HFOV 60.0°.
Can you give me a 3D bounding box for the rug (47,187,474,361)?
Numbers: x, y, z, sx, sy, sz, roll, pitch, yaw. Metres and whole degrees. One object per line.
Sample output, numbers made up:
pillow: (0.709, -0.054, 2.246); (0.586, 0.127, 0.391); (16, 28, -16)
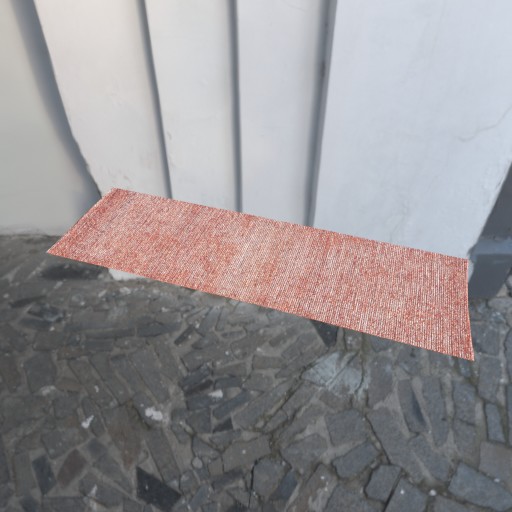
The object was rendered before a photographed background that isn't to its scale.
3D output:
rug: (0.000, 0.000, 2.563); (2.353, 0.013, 0.718); (13, 44, 14)
